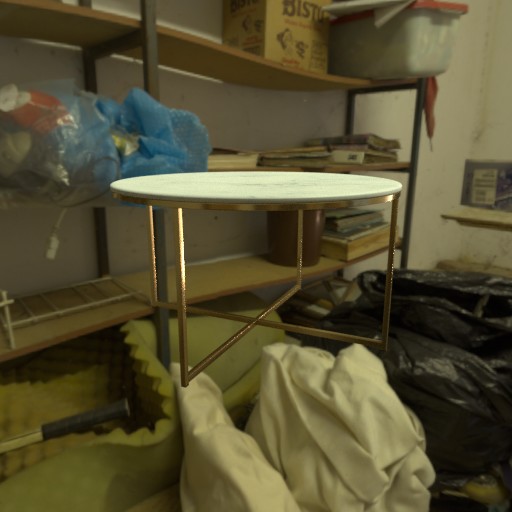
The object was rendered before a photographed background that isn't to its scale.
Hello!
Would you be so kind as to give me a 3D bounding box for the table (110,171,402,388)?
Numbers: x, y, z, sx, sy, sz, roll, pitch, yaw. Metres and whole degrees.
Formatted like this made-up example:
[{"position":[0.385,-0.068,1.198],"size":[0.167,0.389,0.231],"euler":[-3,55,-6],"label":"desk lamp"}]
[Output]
[{"position":[0.000,0.000,1.327],"size":[0.800,0.450,0.800],"euler":[0,14,0],"label":"table"}]
